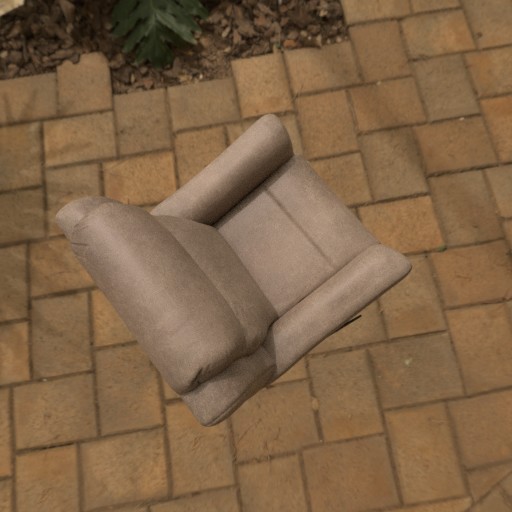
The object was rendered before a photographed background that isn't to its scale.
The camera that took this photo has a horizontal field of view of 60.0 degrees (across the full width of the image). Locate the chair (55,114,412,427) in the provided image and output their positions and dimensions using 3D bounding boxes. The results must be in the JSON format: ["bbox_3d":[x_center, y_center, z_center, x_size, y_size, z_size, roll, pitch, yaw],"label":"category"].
[{"bbox_3d":[0.000,0.000,1.897,1.068,1.116,0.967,-37,78,-10],"label":"chair"}]
